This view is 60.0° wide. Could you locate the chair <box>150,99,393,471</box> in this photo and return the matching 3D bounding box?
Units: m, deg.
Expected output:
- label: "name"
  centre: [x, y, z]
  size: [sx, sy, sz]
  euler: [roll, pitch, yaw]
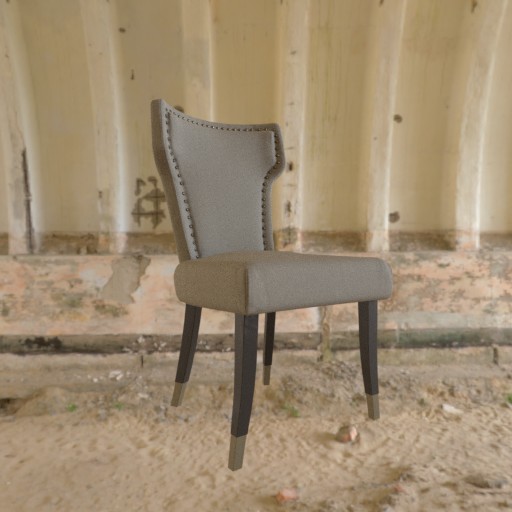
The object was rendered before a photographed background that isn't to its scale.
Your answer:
- label: "chair"
  centre: [0.000, 0.000, 1.350]
  size: [0.526, 0.955, 0.630]
  euler: [-1, 2, -36]
